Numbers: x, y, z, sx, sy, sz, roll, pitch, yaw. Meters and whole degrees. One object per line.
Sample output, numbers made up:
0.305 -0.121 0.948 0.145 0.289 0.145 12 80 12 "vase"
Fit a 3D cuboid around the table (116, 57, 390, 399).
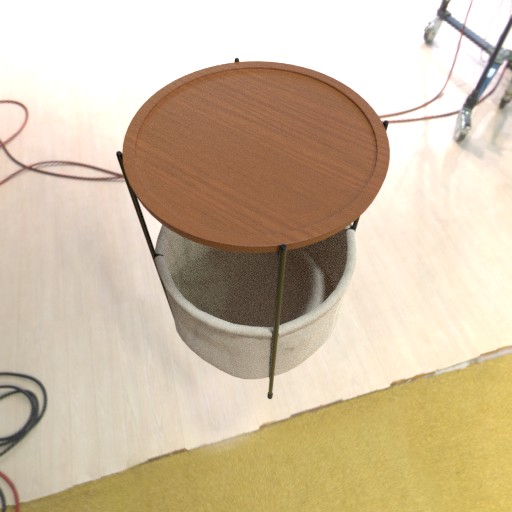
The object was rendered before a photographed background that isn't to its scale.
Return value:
0.000 0.000 0.904 0.393 0.623 0.393 31 61 19 "table"
